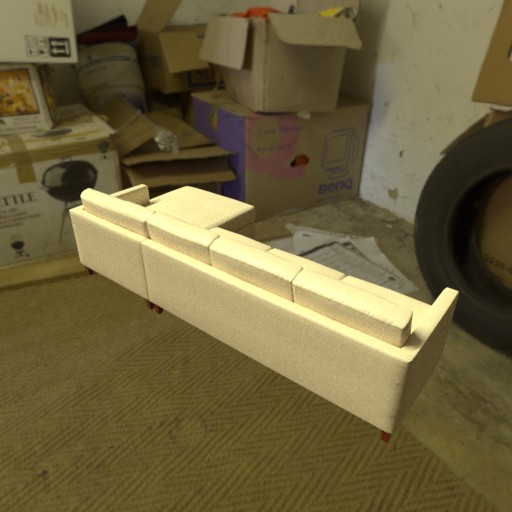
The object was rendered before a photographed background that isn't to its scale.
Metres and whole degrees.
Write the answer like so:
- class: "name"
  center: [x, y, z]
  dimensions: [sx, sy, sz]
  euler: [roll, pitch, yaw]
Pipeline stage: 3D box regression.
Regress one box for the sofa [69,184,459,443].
- class: "sofa"
  center: [0.000, 0.000, 4.087]
  dimensions: [3.471, 0.954, 1.603]
  euler: [21, 36, 32]
